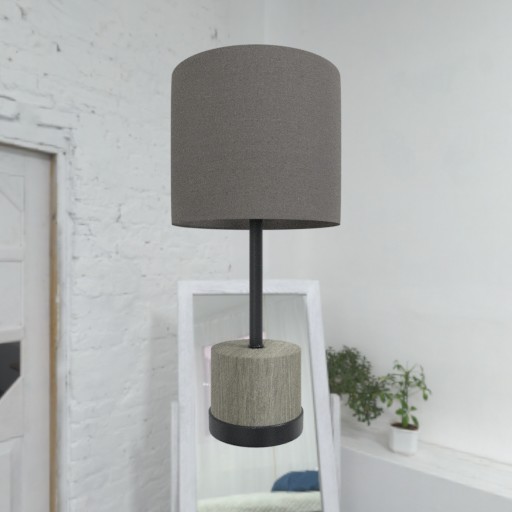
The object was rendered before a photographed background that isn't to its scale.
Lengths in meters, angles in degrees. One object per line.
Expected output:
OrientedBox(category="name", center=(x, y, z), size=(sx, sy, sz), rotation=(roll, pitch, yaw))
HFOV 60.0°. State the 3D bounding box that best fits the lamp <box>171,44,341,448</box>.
OrientedBox(category="lamp", center=(0.000, 0.000, 0.605), size=(0.229, 0.470, 0.229), rotation=(0, 0, 17))
